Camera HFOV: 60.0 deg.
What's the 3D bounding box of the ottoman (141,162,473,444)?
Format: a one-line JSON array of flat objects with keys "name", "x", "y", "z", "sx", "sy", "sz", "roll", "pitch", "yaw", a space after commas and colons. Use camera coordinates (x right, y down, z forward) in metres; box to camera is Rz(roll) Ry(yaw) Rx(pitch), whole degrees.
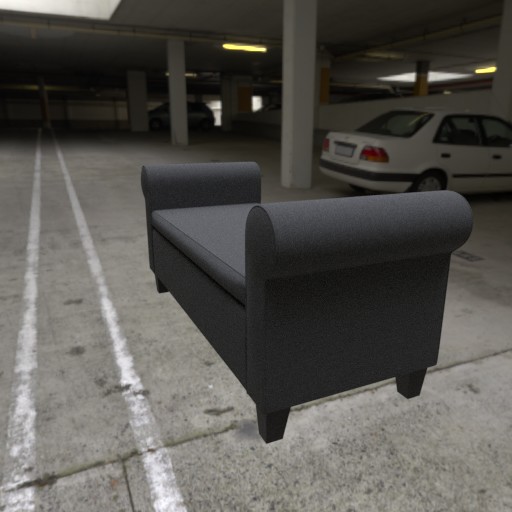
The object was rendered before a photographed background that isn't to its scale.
[{"name": "ottoman", "x": 0.000, "y": 0.000, "z": 1.502, "sx": 0.521, "sy": 0.547, "sz": 1.256, "roll": -7, "pitch": 17, "yaw": -24}]
